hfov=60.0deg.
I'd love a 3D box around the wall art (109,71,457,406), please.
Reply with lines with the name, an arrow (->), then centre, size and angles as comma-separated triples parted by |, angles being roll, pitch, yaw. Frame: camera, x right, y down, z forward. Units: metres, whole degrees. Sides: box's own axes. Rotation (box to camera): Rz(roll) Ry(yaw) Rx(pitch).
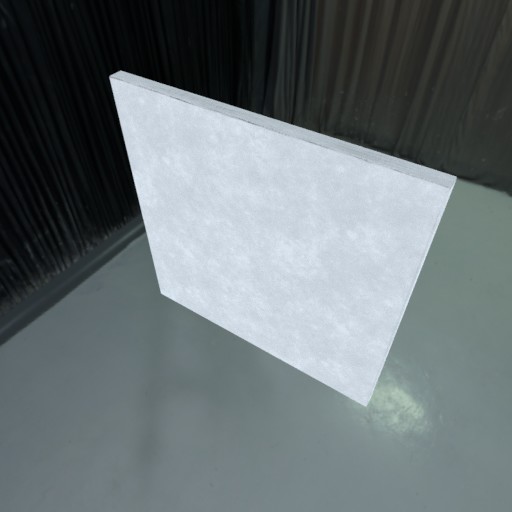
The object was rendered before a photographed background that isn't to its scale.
wall art -> 0.000, 0.000, 0.450 | 0.303, 0.303, 0.015 | 25, 51, 22
